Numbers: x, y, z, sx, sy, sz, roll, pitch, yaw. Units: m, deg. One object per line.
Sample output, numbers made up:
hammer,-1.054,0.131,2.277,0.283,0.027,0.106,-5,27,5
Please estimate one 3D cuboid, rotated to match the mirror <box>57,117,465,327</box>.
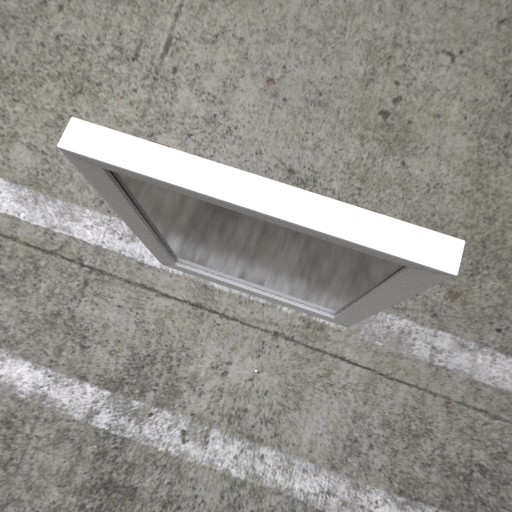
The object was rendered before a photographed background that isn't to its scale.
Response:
mirror,0.000,0.000,0.674,0.405,0.508,0.041,18,76,5
